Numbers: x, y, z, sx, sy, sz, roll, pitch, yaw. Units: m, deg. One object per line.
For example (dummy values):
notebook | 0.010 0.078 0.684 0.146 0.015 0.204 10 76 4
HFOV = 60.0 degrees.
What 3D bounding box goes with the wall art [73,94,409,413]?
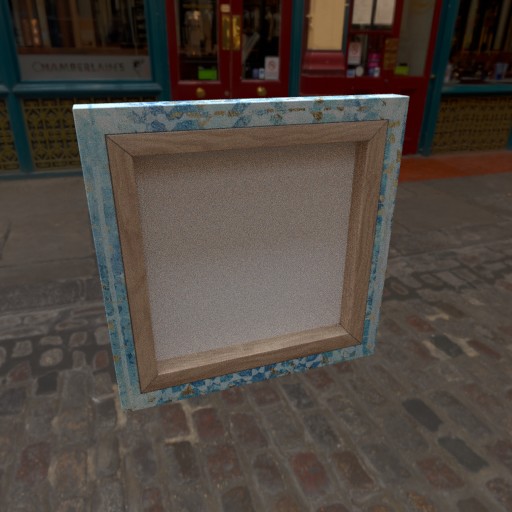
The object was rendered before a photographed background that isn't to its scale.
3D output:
wall art | 0.000 0.000 0.608 0.405 0.405 0.037 -8 26 -17
